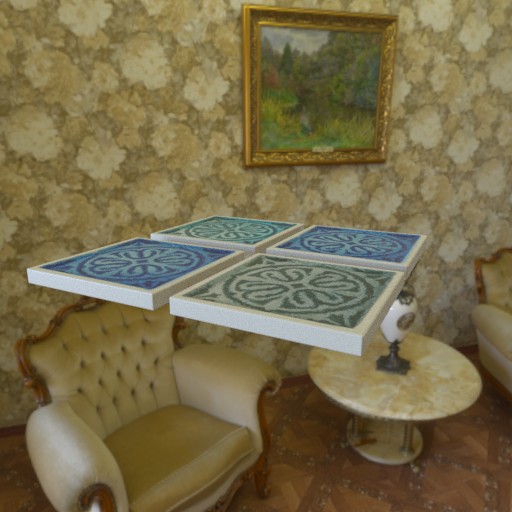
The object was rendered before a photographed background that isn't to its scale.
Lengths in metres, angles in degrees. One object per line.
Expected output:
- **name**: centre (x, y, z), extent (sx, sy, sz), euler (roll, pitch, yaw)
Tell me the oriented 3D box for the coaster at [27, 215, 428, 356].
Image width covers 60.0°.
- **coaster**: centre (0.000, 0.000, 0.329), extent (0.214, 0.010, 0.219), euler (8, 17, 26)
